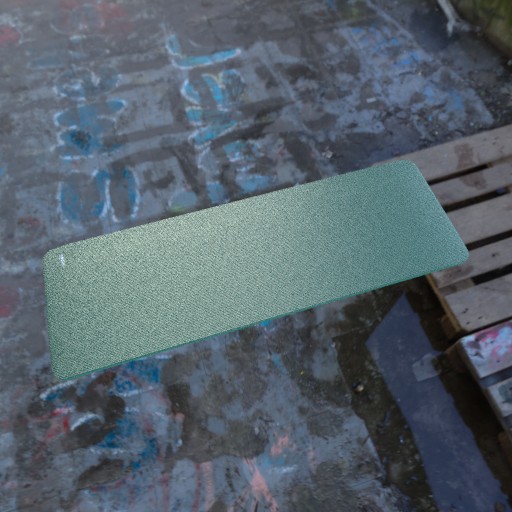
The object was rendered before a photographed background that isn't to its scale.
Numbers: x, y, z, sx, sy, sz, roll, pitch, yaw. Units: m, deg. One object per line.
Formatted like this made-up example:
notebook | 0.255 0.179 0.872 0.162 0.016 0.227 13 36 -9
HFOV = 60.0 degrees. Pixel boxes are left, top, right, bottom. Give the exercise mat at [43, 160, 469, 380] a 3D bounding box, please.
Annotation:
exercise mat | 0.000 0.000 2.015 1.869 0.021 0.616 -15 64 -8
